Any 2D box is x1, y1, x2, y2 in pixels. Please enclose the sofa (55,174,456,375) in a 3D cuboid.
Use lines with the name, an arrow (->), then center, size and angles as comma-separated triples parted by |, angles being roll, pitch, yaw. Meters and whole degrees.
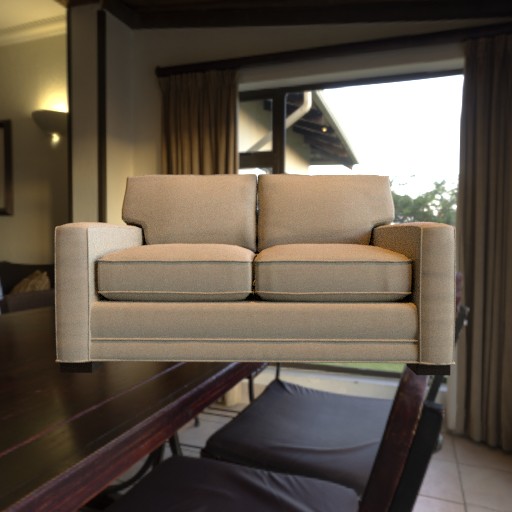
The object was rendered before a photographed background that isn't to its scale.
sofa -> 0.000, 0.000, 2.077 | 1.484, 0.853, 0.942 | 0, 2, 1
